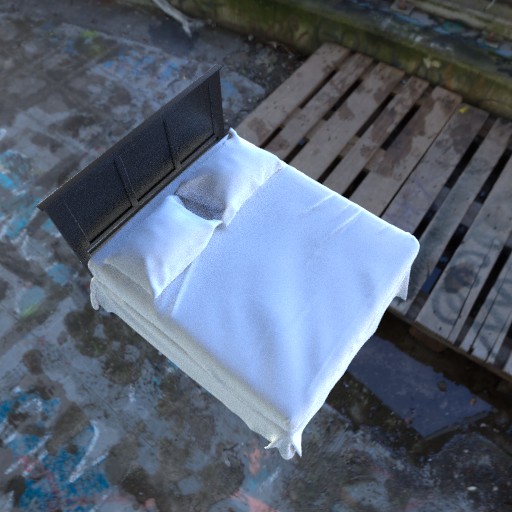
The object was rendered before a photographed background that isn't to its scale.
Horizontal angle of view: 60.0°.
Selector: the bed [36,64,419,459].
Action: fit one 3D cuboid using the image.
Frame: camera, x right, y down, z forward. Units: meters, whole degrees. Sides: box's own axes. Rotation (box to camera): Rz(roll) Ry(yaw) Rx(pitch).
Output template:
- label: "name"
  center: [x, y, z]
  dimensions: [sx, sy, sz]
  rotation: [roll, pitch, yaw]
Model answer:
- label: "bed"
  center: [0.000, 0.000, 3.189]
  dimensions: [2.050, 1.270, 1.870]
  rotation: [34, 66, 18]
